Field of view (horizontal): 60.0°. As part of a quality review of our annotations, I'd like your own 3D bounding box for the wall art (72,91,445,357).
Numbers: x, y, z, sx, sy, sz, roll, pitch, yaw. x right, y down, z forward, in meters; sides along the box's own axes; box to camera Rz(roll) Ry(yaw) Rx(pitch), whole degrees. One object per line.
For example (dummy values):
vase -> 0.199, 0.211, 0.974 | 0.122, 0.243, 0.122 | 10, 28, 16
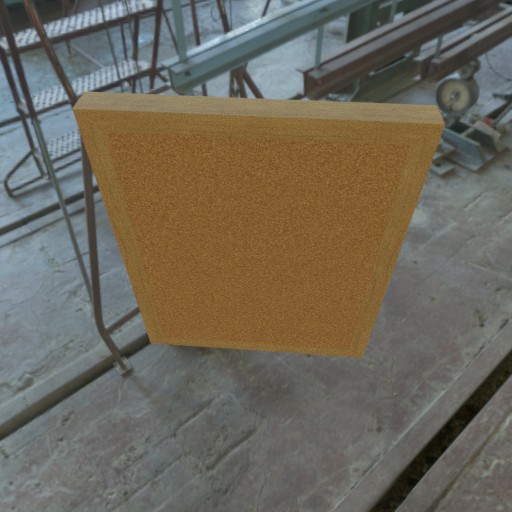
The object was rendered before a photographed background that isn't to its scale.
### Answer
wall art -> 0.000, 0.000, 0.520 | 0.312, 0.380, 0.030 | 3, 48, 3
